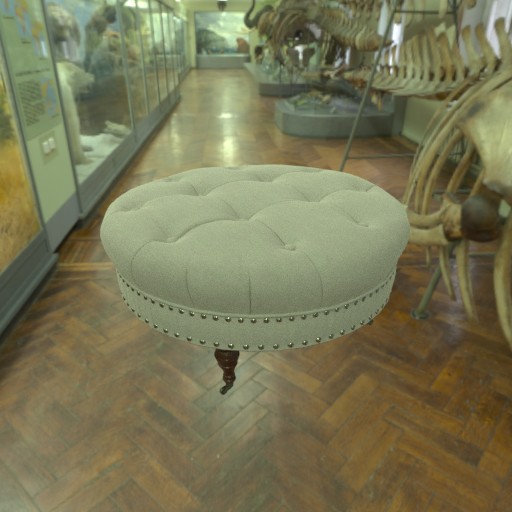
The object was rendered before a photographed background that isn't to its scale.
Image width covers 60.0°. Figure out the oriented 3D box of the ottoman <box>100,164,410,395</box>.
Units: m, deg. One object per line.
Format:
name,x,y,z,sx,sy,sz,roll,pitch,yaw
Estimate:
ottoman,0.000,0.000,1.409,0.901,0.439,0.901,0,26,0
